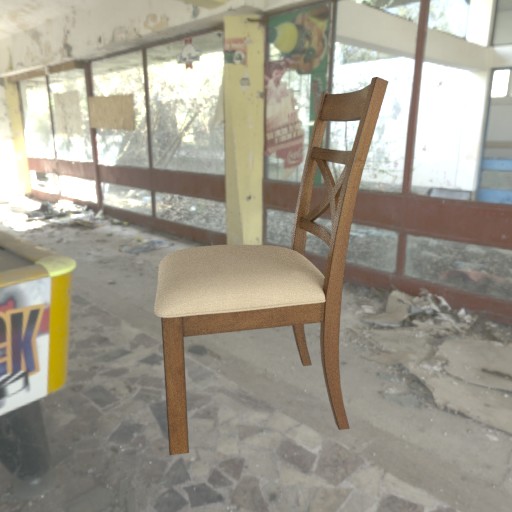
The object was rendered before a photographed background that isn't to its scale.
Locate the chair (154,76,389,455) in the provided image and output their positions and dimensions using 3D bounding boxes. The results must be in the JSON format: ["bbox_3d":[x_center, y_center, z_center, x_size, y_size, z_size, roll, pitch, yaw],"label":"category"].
[{"bbox_3d":[0.000,0.000,1.303,0.581,0.949,0.461,-3,16,-10],"label":"chair"}]
